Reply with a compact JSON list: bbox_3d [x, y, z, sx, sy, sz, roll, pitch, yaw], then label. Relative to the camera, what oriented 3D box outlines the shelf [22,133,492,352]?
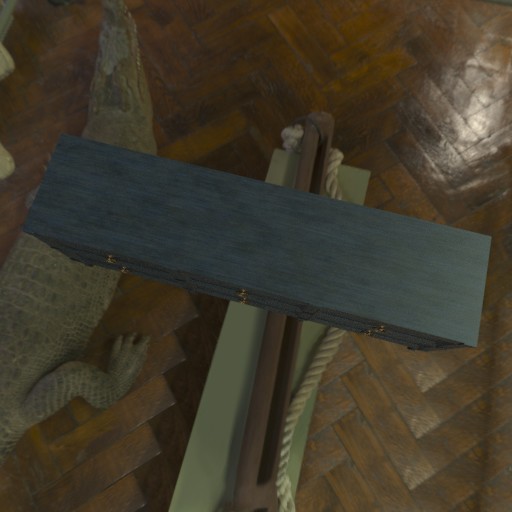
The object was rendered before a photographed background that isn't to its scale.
[{"bbox_3d":[0.000,0.000,2.170,1.878,0.715,0.471,14,76,4],"label":"shelf"}]
